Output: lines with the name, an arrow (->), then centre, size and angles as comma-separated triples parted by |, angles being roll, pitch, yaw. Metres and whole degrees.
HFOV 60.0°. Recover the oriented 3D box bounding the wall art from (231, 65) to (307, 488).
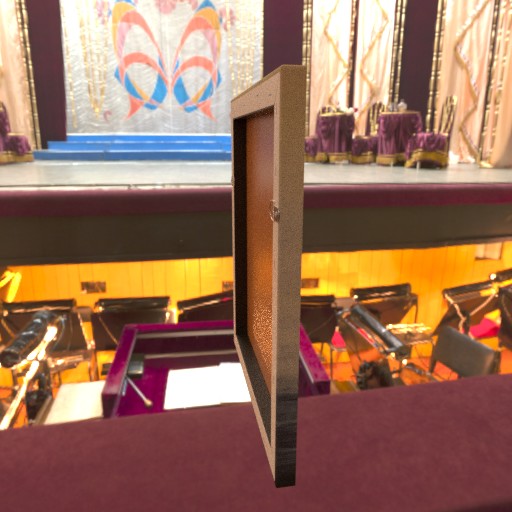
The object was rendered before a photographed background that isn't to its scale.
wall art -> 0.000, 0.000, 0.996 | 0.041, 0.710, 0.608 | -3, 15, -10
